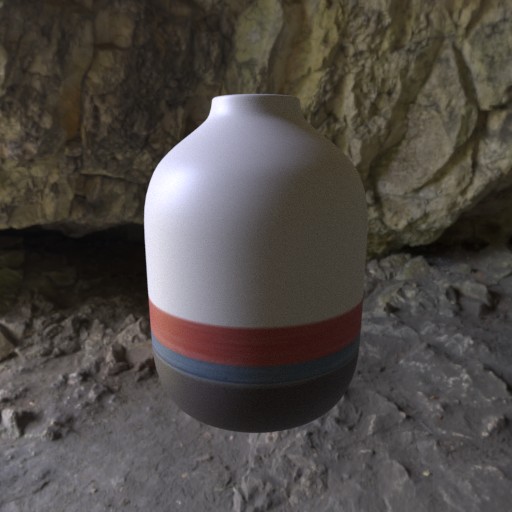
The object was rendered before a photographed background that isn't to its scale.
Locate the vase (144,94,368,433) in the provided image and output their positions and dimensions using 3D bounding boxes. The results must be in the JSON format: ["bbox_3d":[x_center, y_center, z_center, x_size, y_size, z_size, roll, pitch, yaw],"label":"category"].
[{"bbox_3d":[0.000,0.000,0.352,0.169,0.237,0.169,0,14,0],"label":"vase"}]
